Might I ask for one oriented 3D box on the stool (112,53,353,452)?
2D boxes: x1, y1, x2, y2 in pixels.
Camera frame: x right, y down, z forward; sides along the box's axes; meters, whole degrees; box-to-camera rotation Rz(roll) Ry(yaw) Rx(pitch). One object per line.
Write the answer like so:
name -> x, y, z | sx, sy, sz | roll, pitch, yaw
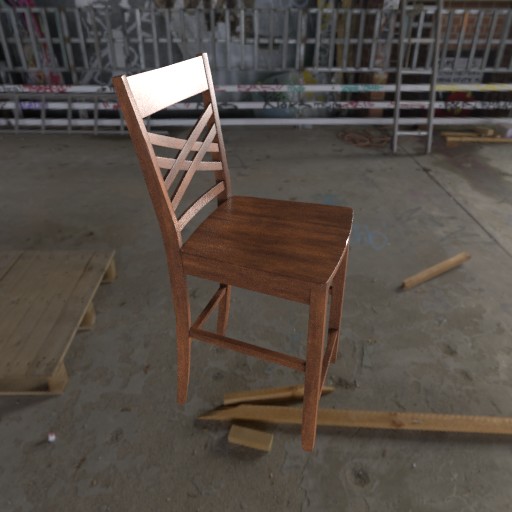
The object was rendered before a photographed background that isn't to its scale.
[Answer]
stool -> 0.000, 0.000, 1.360 | 0.539, 1.079, 0.462 | 10, 32, 16
